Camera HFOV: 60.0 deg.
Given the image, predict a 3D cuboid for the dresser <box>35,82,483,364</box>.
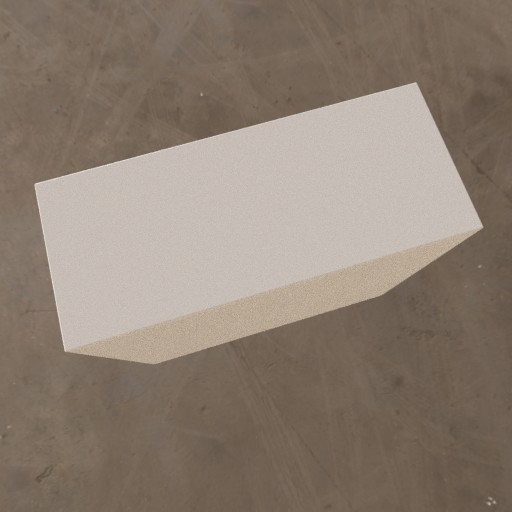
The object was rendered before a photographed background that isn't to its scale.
[{"bbox_3d":[0.000,0.000,1.650,1.100,1.000,0.460,-16,75,-4],"label":"dresser"}]
